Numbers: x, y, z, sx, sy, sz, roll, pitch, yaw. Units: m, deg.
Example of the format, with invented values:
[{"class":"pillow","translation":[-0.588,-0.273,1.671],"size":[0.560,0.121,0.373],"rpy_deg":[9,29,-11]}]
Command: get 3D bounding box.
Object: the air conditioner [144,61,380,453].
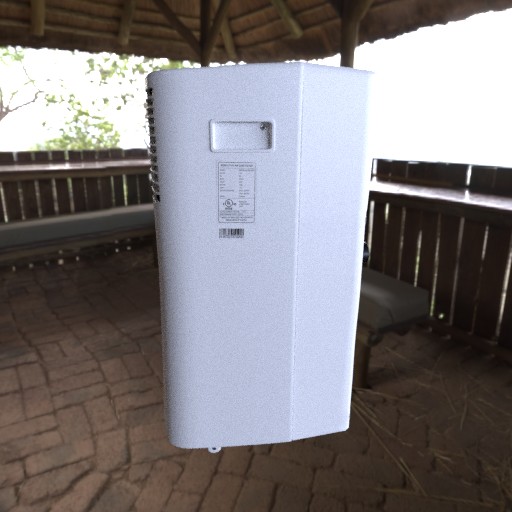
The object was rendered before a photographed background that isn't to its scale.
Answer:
[{"class":"air conditioner","translation":[0.000,0.000,0.792],"size":[0.349,0.606,0.304],"rpy_deg":[-2,16,-8]}]
